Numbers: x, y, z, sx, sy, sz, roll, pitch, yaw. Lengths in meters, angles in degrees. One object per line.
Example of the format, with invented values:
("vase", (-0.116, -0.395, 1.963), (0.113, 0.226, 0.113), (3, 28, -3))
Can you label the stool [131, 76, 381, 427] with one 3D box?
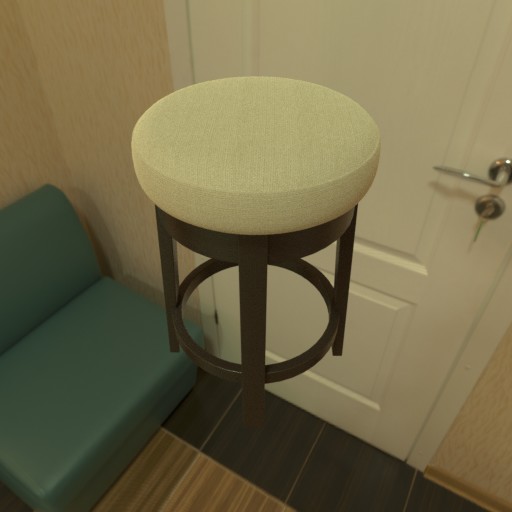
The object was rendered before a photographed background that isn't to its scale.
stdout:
("stool", (0.000, 0.000, 0.963), (0.449, 0.655, 0.449), (0, 41, 0))
